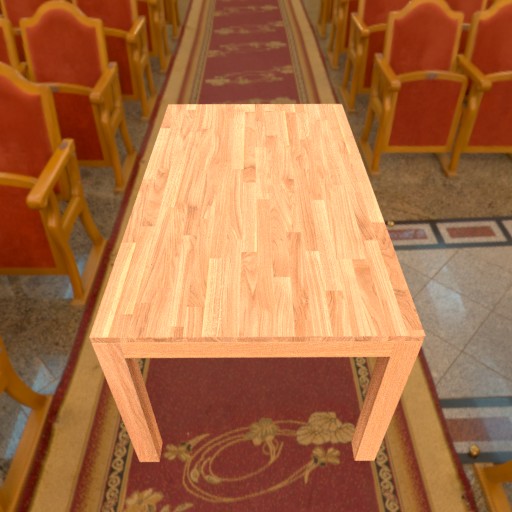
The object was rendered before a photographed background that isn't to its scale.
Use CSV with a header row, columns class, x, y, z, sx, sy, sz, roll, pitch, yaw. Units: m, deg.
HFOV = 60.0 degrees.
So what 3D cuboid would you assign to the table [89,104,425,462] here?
class,x,y,z,sx,sy,sz,roll,pitch,yaw
table,0.000,0.000,2.000,0.900,0.770,1.500,0,42,0
